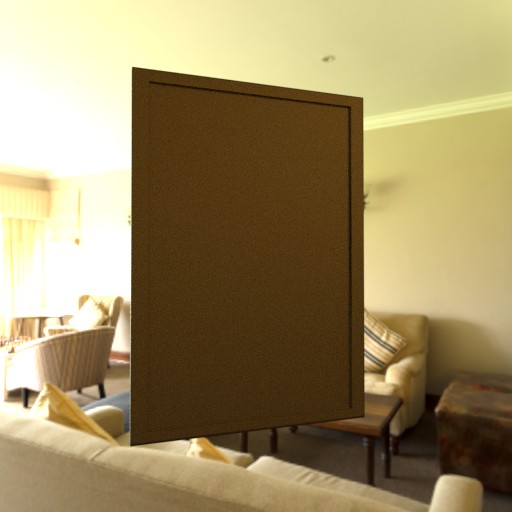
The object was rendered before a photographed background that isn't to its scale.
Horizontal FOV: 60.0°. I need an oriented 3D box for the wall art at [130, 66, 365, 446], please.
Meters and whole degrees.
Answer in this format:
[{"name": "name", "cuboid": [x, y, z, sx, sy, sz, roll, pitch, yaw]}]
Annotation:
[{"name": "wall art", "cuboid": [0.000, 0.000, 0.557, 0.303, 0.431, 0.013, 0, -1, -18]}]
